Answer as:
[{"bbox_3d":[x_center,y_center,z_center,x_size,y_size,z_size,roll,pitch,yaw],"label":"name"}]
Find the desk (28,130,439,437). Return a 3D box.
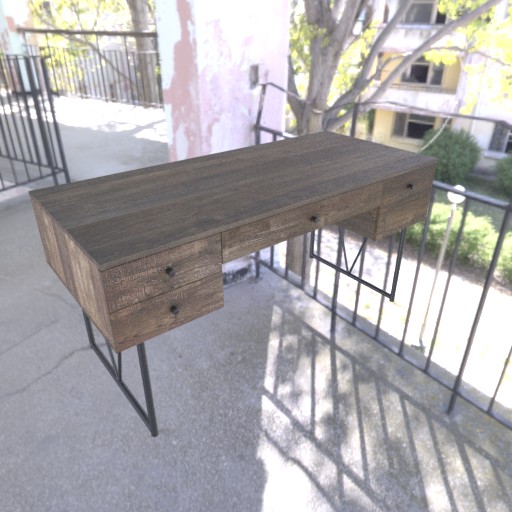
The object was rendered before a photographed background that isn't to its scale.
[{"bbox_3d":[0.000,0.000,2.032,1.600,0.780,0.730,-21,35,-33],"label":"desk"}]
